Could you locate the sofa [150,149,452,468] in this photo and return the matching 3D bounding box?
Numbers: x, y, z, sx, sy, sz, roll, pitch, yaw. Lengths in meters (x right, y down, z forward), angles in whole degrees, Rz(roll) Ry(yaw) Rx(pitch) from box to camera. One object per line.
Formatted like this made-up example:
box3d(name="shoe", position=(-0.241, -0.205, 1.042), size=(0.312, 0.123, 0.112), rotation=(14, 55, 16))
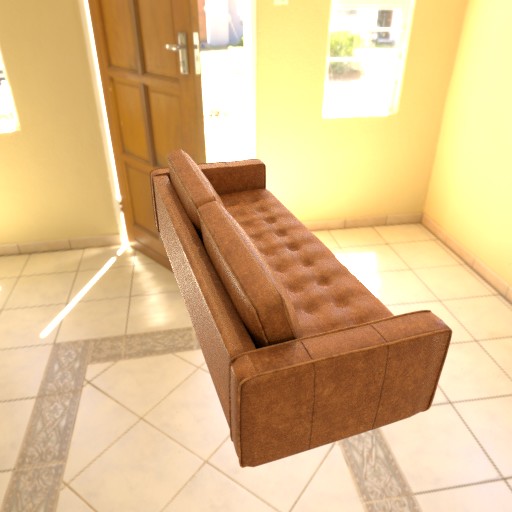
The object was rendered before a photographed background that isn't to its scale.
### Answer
box3d(name="sofa", position=(0.000, 0.000, 2.532), size=(0.886, 0.779, 2.199), rotation=(-10, 32, -17))
